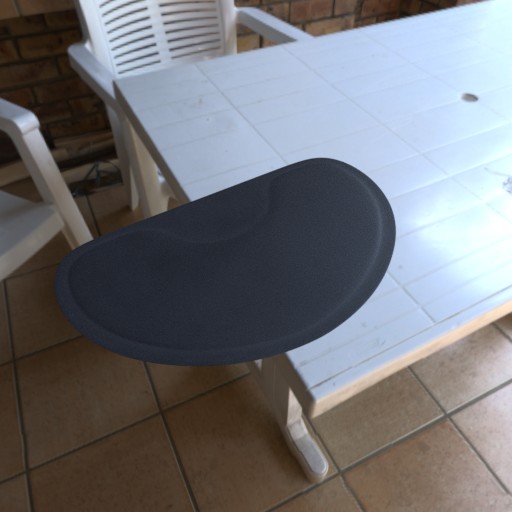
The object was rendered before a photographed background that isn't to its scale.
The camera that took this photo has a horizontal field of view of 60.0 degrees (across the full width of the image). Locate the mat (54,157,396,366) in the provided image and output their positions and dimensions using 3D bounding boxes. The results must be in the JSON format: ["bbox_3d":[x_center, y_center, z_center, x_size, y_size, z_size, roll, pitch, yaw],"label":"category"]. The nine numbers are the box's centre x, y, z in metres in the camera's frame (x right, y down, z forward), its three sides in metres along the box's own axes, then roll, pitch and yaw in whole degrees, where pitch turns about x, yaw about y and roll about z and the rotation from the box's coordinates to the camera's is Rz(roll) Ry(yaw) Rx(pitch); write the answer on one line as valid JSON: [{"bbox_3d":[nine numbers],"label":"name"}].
[{"bbox_3d":[0.000,0.000,1.835,1.524,0.013,0.913,-24,51,-21],"label":"mat"}]
